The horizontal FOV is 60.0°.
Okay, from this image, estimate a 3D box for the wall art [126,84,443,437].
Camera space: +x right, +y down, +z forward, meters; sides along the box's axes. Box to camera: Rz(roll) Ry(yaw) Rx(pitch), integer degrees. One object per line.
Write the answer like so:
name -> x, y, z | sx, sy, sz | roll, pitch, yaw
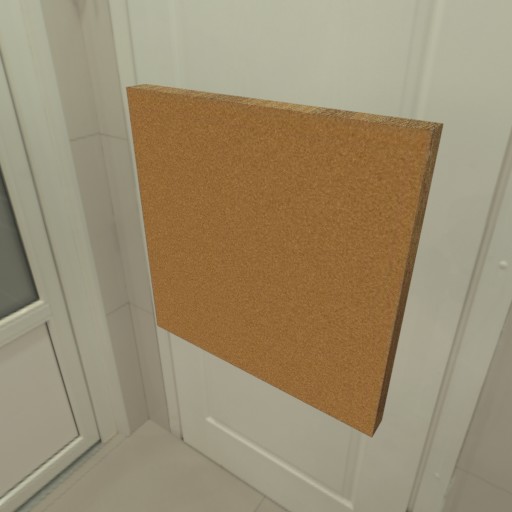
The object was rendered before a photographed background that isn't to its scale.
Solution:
wall art -> 0.000, 0.000, 0.604 | 0.406, 0.403, 0.039 | 19, 35, 30
